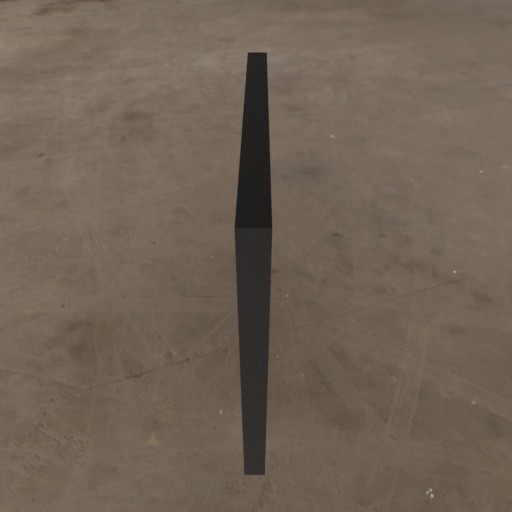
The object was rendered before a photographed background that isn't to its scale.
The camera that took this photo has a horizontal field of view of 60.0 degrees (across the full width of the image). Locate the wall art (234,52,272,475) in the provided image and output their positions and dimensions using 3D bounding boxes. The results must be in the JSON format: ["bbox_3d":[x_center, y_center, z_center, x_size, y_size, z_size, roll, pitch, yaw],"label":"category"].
[{"bbox_3d":[0.000,0.000,0.681,0.030,0.458,0.462,0,41,0],"label":"wall art"}]
